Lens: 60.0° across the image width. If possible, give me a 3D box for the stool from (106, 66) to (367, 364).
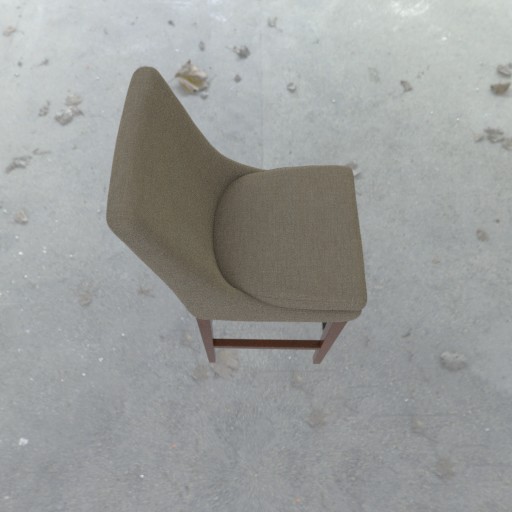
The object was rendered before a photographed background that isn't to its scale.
[{"bbox_3d":[0.000,0.000,1.365,0.577,1.078,0.470,0,64,0],"label":"stool"}]
